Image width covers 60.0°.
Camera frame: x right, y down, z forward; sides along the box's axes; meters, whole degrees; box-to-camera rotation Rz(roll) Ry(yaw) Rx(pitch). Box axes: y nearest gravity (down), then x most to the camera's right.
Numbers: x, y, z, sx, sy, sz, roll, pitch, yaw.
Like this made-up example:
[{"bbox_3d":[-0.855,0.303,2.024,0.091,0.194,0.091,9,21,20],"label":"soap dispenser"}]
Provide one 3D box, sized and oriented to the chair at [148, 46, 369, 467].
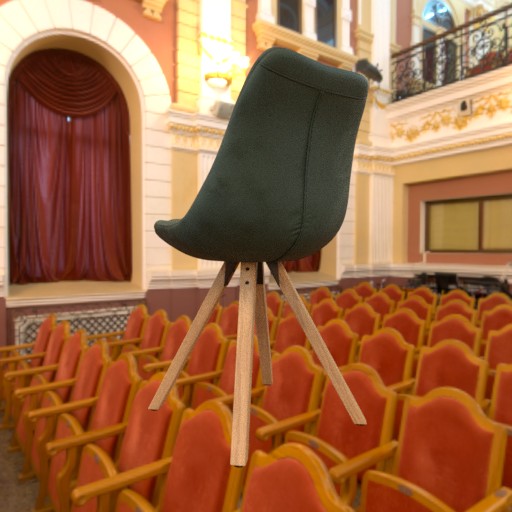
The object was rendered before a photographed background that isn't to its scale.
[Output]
[{"bbox_3d":[0.000,0.000,1.192,0.483,0.865,0.547,0,1,-36],"label":"chair"}]
